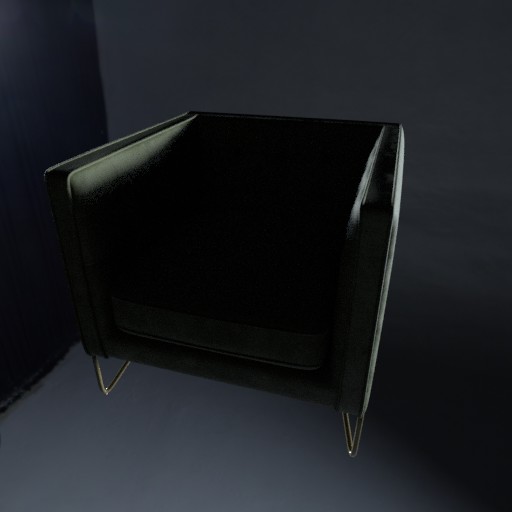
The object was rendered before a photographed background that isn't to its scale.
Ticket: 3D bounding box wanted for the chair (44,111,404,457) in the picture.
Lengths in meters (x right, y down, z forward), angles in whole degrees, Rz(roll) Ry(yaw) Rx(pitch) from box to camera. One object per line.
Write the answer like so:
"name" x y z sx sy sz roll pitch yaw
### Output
"chair" 0.000 0.000 1.530 0.880 0.790 0.894 8 29 15
